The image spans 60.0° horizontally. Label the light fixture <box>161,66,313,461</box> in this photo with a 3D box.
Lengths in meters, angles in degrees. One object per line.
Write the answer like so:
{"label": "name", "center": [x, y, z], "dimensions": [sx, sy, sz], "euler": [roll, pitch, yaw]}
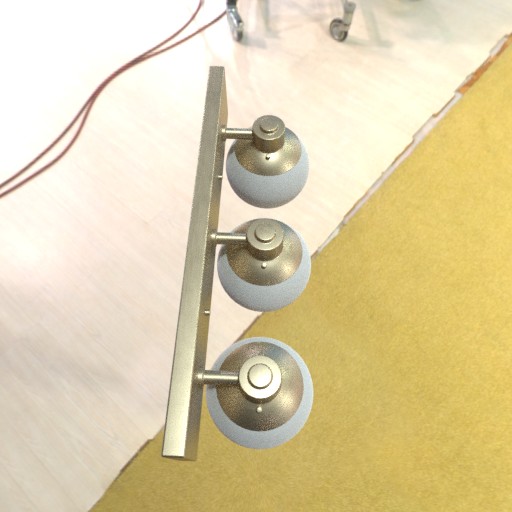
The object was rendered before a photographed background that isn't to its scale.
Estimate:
{"label": "light fixture", "center": [0.000, 0.000, 0.849], "dimensions": [0.218, 0.263, 0.721], "euler": [2, 63, 1]}
